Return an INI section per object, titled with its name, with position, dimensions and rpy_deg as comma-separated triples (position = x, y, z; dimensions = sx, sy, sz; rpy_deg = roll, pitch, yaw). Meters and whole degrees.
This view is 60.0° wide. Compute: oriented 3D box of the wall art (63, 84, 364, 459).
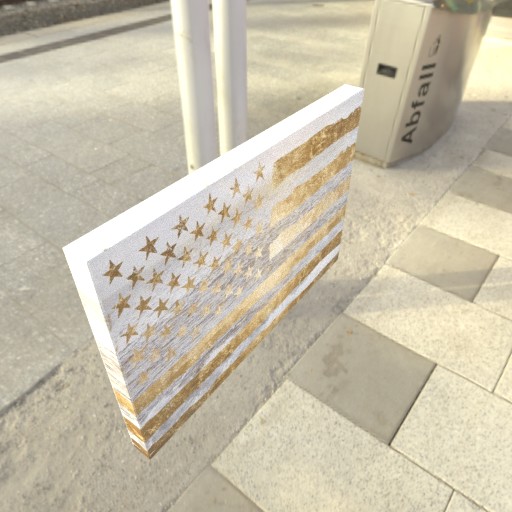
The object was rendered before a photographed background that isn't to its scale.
[wall art]
position = 0.000, 0.000, 0.758
dimensions = 0.041, 0.407, 0.606
rpy_deg = 26, 46, 27
